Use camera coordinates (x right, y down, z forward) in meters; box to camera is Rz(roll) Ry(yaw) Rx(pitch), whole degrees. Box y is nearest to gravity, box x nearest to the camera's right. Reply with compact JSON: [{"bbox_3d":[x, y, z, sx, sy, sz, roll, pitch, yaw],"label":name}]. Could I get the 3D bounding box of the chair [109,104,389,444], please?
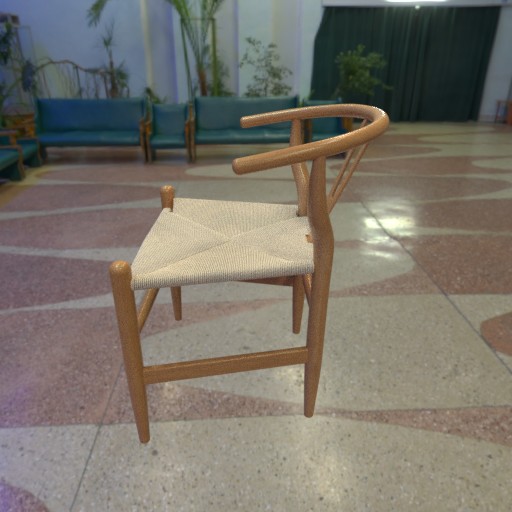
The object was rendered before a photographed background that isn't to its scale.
[{"bbox_3d":[0.000,0.000,1.150,0.579,0.730,0.569,0,25,0],"label":"chair"}]
